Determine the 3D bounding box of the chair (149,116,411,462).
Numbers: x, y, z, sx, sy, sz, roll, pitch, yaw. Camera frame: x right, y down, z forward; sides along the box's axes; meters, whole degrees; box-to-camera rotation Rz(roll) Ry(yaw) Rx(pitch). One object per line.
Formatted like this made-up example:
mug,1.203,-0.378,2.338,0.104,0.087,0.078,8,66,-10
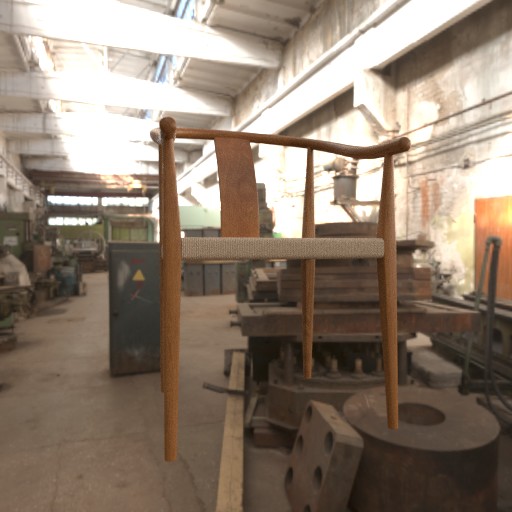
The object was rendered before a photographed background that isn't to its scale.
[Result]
chair,0.000,0.000,1.189,0.556,0.800,0.579,0,1,-17
